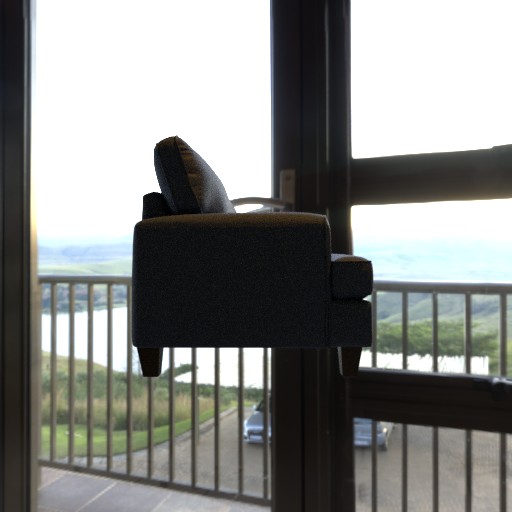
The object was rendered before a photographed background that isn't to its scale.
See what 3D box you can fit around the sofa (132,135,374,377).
[{"bbox_3d":[0.000,0.000,2.745,0.951,0.965,2.158,0,-1,1],"label":"sofa"}]
